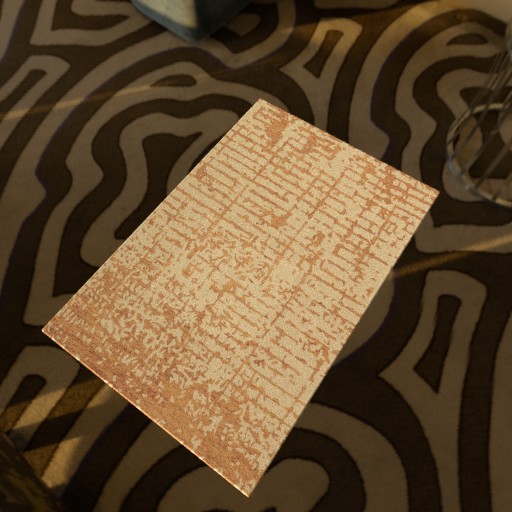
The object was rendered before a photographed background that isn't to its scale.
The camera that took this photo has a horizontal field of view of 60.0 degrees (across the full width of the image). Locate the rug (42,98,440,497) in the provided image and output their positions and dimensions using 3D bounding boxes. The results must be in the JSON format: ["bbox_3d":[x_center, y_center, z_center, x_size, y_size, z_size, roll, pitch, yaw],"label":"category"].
[{"bbox_3d":[0.000,0.000,2.292,1.219,0.011,1.829,32,68,15],"label":"rug"}]
